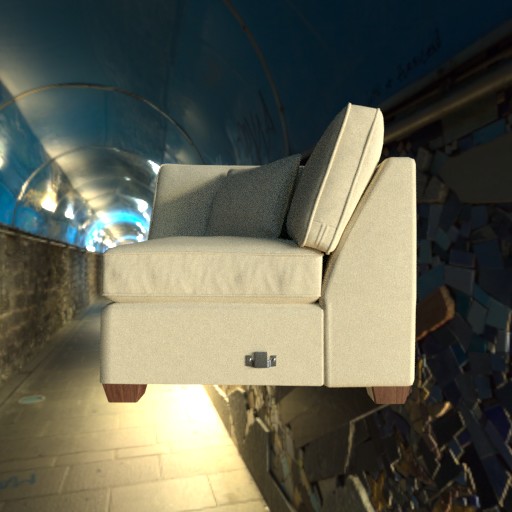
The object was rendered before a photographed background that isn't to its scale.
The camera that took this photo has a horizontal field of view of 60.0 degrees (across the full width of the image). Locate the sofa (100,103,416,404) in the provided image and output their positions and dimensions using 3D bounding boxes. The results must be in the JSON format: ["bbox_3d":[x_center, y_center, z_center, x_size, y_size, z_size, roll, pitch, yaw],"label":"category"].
[{"bbox_3d":[0.000,0.000,1.998,1.084,1.002,1.146,0,-1,0],"label":"sofa"}]
